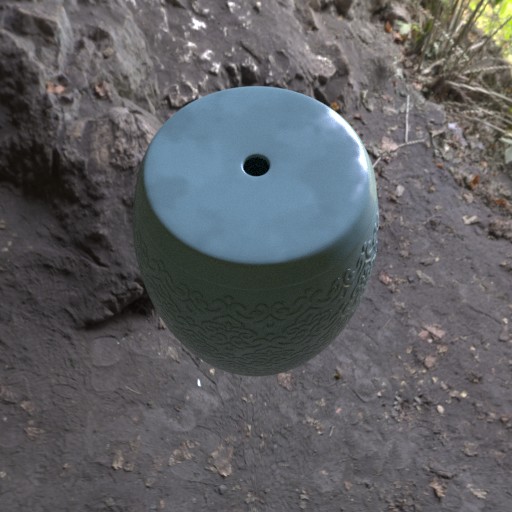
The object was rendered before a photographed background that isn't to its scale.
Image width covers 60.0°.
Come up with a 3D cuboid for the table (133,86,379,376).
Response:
[{"bbox_3d":[0.000,0.000,0.622,0.309,0.397,0.309,0,62,0],"label":"table"}]
